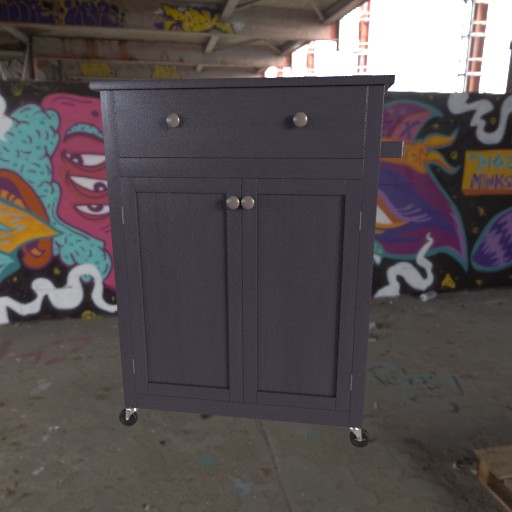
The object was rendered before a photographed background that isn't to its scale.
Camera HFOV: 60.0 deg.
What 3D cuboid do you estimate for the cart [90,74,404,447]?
[{"bbox_3d":[0.000,0.000,1.245,0.690,0.878,0.449,2,14,8],"label":"cart"}]
